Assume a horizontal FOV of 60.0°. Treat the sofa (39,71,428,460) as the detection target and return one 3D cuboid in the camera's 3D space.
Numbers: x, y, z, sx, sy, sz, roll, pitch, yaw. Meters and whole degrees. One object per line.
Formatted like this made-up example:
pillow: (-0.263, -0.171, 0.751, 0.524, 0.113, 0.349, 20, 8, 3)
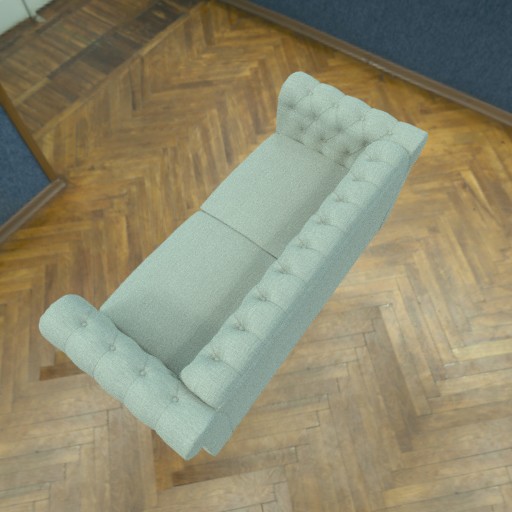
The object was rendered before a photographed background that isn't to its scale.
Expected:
sofa: (0.000, 0.000, 2.203, 0.783, 0.797, 1.798, 33, 66, 17)
